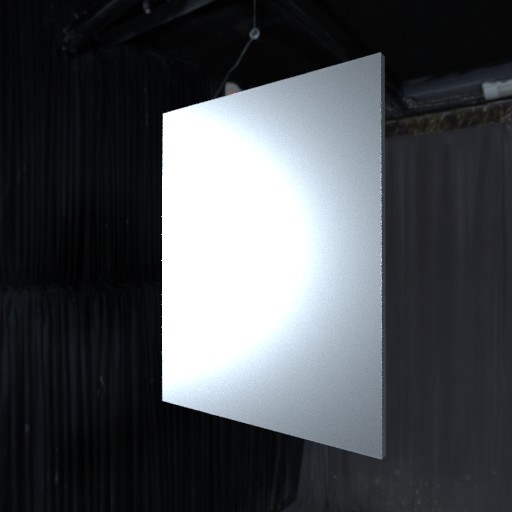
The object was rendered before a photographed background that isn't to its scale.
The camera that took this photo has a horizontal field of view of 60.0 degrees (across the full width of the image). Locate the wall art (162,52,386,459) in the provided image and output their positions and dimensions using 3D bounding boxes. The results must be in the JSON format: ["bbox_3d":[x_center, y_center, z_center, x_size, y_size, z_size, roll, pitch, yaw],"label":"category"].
[{"bbox_3d":[0.000,0.000,1.390,0.816,1.046,0.030,0,-1,36],"label":"wall art"}]
